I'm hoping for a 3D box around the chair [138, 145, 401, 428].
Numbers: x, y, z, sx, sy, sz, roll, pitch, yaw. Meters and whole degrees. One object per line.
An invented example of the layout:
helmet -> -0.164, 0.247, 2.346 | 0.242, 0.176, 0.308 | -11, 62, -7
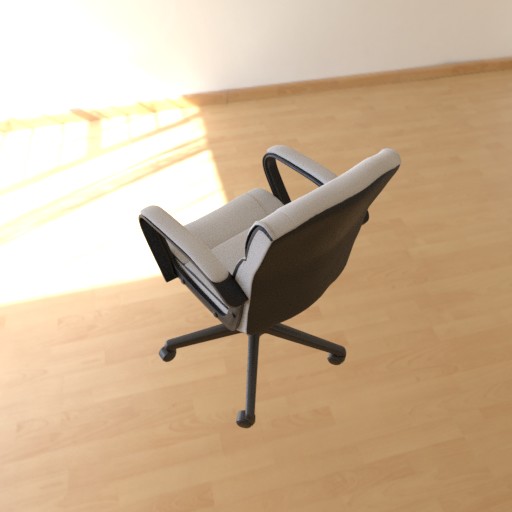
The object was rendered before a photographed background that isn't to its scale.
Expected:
chair -> 0.000, 0.000, 1.518 | 0.739, 1.004, 0.717 | -31, 54, -26
